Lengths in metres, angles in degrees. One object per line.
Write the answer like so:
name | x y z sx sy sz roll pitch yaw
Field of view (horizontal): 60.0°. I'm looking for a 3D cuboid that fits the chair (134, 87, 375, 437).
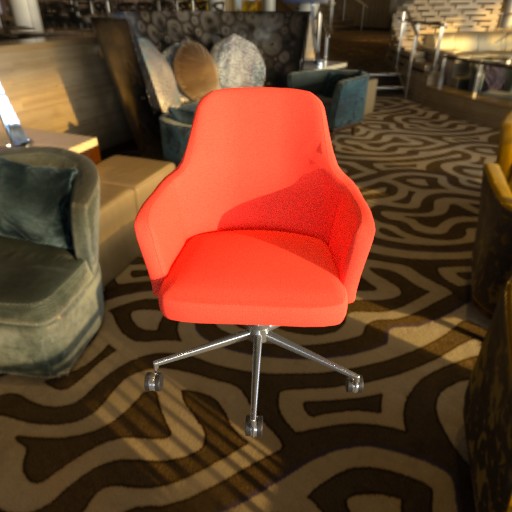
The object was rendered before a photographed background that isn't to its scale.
chair | 0.000 0.000 1.255 0.655 0.820 0.600 2 30 3
